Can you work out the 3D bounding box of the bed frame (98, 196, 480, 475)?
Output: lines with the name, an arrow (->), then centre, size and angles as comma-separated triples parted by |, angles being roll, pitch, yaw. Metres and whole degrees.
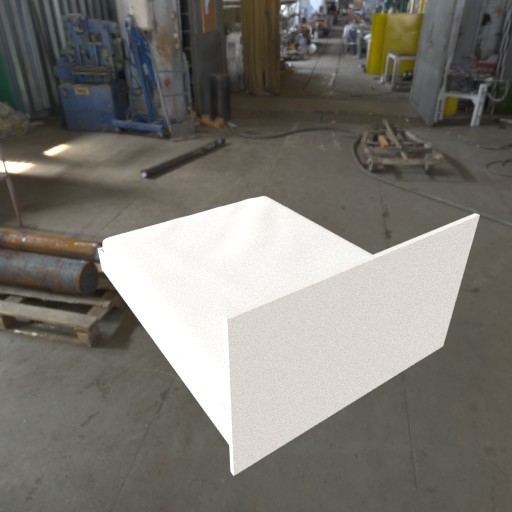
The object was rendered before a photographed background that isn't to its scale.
bed frame -> 0.000, 0.000, 3.155 | 1.711, 1.001, 2.100 | -19, 35, -29
